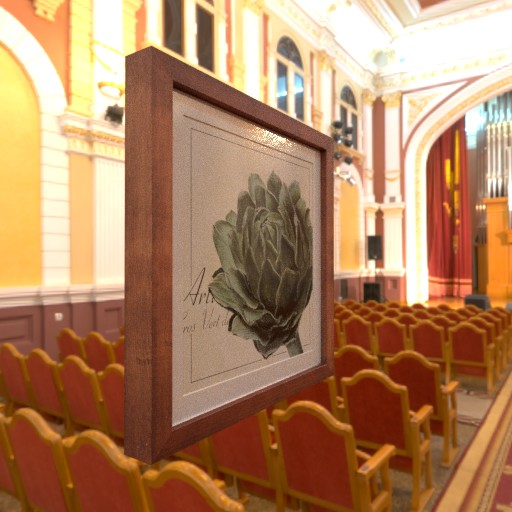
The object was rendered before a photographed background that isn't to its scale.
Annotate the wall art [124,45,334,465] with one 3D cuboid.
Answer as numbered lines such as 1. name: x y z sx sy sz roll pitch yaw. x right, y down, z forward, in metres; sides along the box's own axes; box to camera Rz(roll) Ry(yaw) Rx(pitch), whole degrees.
1. wall art: 0.000 0.000 0.575 0.038 0.385 0.386 0 -1 35
